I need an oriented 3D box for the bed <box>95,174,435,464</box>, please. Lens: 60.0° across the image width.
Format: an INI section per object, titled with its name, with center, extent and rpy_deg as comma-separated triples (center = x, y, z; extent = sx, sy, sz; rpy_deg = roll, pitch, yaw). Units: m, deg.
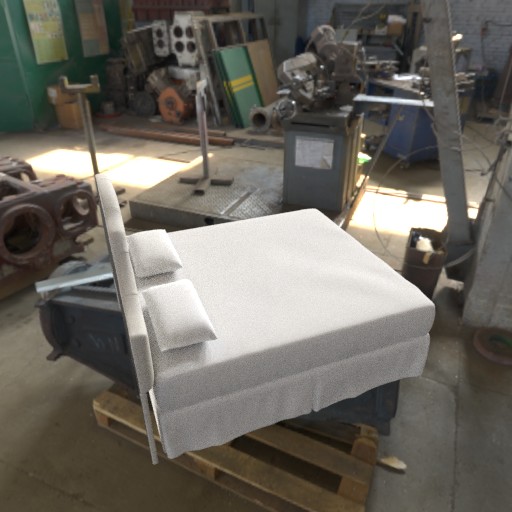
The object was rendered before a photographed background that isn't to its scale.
[bed]
center = 0.000, 0.000, 3.611
extent = 2.214, 1.615, 2.008
rpy_deg = -11, 32, -19
